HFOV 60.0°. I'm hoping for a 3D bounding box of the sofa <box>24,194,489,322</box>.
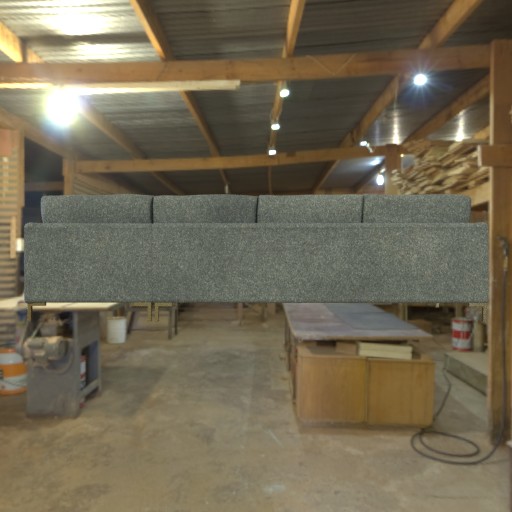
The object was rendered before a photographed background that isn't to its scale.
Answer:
[{"bbox_3d":[0.000,0.000,3.397,2.932,0.810,1.350,0,0,1],"label":"sofa"}]
